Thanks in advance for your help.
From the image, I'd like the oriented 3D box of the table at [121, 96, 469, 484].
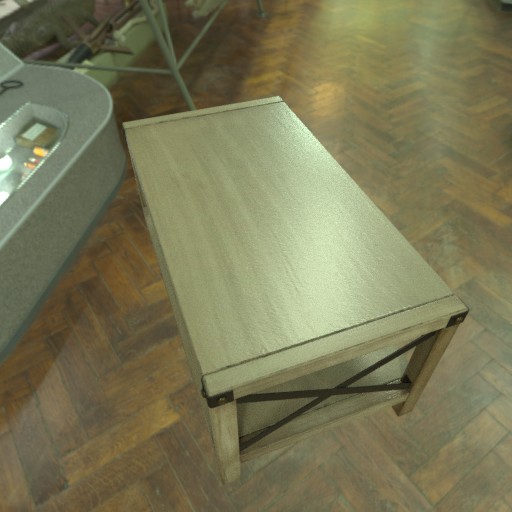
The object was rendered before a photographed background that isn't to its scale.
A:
[{"bbox_3d":[0.000,0.000,1.311,0.559,0.456,1.016,-15,47,-14],"label":"table"}]
